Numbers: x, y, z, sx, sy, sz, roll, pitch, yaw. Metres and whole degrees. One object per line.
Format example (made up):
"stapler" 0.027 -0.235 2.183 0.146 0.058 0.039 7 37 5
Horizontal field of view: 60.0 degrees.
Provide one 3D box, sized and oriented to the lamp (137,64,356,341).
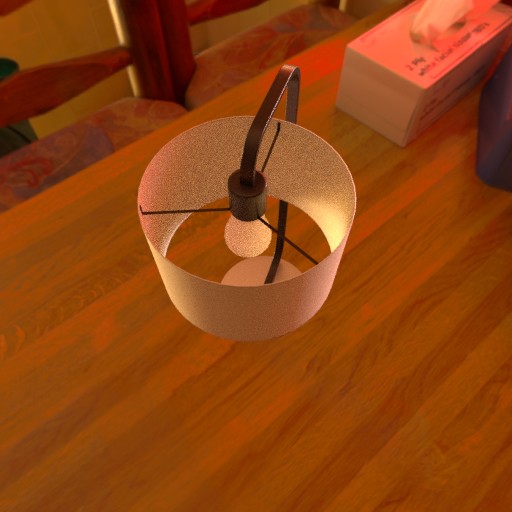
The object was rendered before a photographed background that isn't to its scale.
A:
"lamp" 0.000 0.000 0.636 0.230 0.473 0.288 17 60 10
